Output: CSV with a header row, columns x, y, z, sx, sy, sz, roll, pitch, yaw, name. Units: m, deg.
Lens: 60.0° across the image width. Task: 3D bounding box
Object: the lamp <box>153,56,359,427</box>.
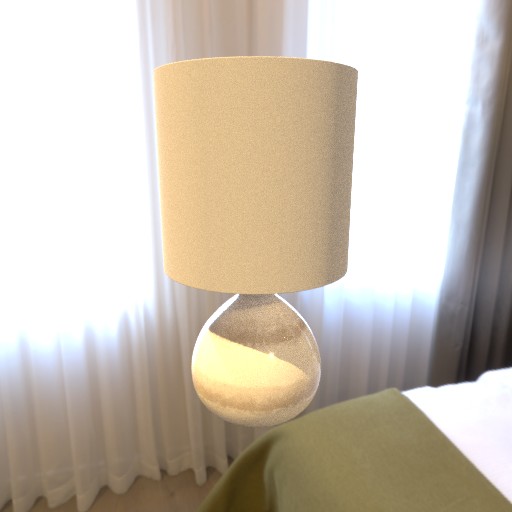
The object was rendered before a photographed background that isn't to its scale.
x,y,z,sx,sy,sz,roll,pitch,yaw,name
0.000,0.000,0.529,0.217,0.404,0.217,13,20,42,lamp
